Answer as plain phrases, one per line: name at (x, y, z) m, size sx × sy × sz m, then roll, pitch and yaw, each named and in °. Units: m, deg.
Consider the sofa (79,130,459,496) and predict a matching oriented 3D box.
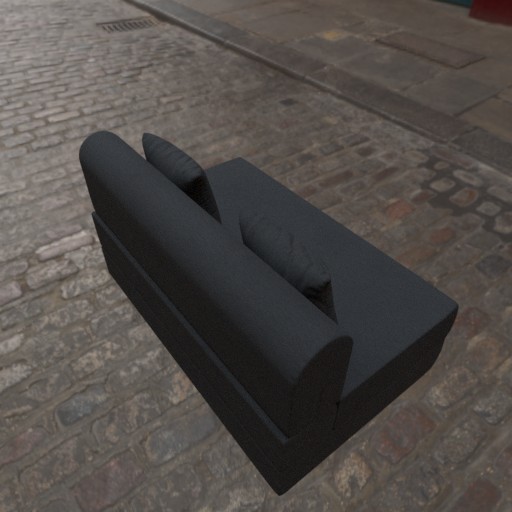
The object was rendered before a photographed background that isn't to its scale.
sofa at (0.000, 0.000, 1.624) m, size 0.762 × 0.670 × 1.225 m, roll -27°, pitch 48°, yaw -27°
